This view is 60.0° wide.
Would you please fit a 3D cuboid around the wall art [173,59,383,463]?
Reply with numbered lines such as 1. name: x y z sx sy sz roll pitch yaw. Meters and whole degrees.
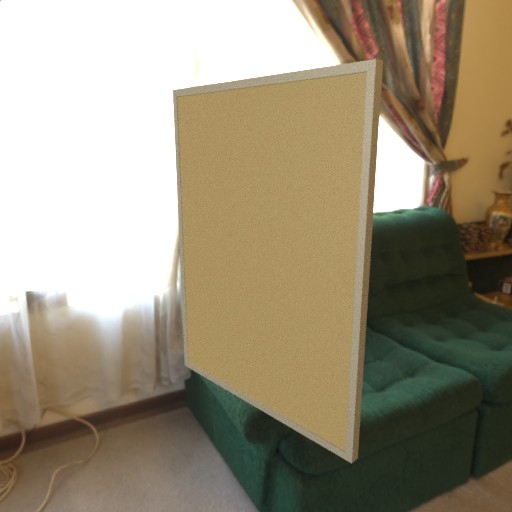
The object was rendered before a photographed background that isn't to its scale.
1. wall art: 0.000 0.000 1.388 0.034 1.042 0.789 -13 19 -43
